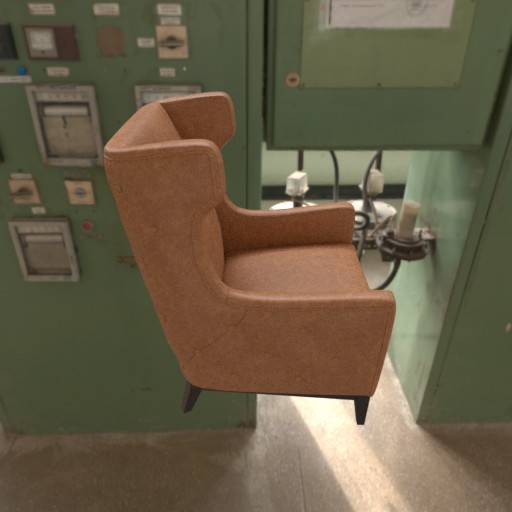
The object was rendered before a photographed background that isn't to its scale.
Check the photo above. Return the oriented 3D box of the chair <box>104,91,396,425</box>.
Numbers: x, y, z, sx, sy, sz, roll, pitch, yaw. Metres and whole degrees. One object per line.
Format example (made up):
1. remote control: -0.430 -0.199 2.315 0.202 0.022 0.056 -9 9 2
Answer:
1. chair: 0.000 0.000 1.699 0.899 1.079 0.766 0 31 0
